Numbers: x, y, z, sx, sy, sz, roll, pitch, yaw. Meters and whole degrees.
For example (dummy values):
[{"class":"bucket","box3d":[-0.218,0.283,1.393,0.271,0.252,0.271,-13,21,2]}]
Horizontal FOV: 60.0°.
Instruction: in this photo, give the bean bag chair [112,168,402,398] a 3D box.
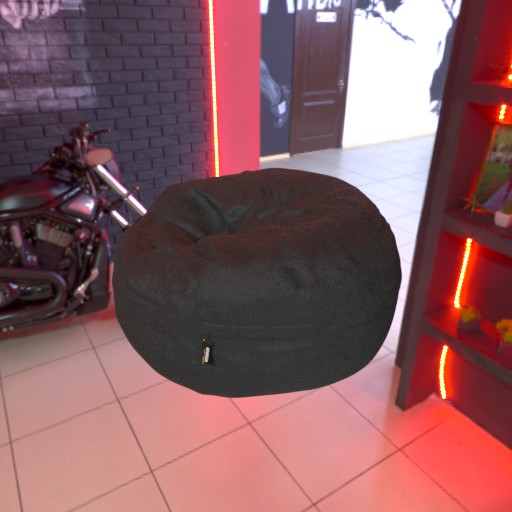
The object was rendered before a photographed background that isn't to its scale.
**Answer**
[{"class":"bean bag chair","box3d":[0.000,0.000,2.424,1.525,0.751,1.525,0,26,0]}]
